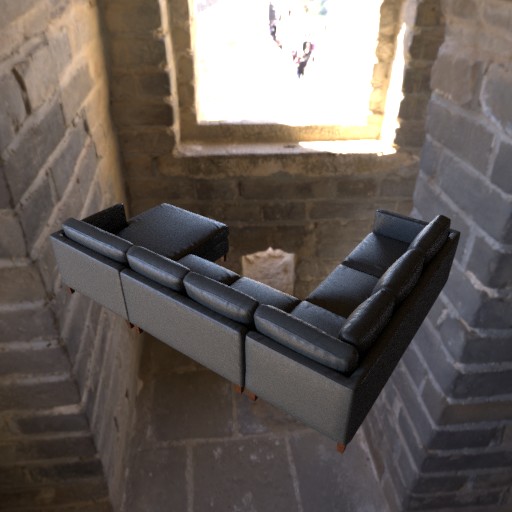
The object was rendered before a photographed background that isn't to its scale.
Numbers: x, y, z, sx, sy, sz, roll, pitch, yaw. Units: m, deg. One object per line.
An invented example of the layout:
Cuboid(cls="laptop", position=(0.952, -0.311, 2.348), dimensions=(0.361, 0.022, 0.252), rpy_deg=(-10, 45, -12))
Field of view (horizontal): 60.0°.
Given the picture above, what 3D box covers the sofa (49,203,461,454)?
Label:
Cuboid(cls="sofa", position=(0.000, 0.000, 4.714), dimensions=(3.460, 0.923, 2.593), rpy_deg=(21, 39, 29))
